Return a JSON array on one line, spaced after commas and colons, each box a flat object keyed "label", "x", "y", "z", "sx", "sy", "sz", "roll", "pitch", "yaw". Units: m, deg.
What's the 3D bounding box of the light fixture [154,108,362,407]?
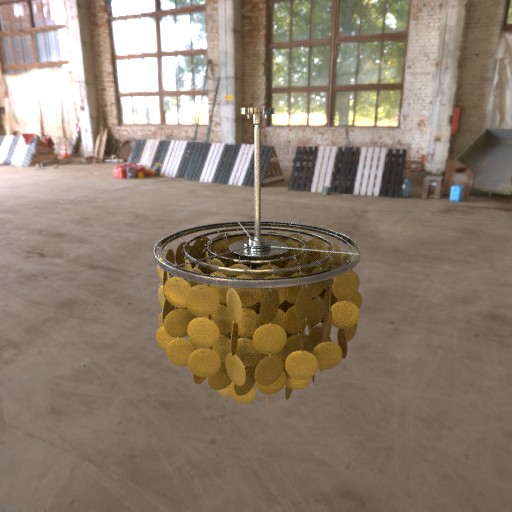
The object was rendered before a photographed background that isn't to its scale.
[{"label": "light fixture", "x": 0.000, "y": 0.000, "z": 0.776, "sx": 0.368, "sy": 0.492, "sz": 0.368, "roll": 0, "pitch": 18, "yaw": 0}]
